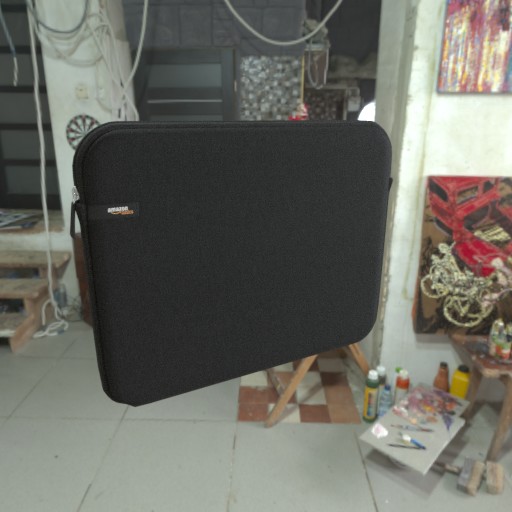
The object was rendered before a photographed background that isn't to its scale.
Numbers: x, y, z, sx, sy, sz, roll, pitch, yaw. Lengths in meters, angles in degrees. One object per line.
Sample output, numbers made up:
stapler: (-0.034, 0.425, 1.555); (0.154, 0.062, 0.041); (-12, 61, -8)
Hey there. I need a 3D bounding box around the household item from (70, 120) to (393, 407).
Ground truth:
household item: (0.000, 0.000, 0.521); (0.396, 0.305, 0.030); (-9, 20, -27)
